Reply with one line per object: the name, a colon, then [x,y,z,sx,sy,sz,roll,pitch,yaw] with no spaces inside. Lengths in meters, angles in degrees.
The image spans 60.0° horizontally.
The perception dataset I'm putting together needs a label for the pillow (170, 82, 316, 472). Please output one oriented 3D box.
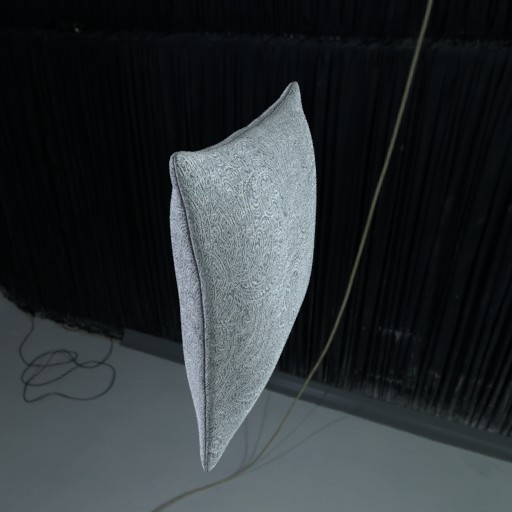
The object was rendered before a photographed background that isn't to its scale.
pillow: [0.000,0.000,0.786,0.166,0.510,0.523,9,31,16]
